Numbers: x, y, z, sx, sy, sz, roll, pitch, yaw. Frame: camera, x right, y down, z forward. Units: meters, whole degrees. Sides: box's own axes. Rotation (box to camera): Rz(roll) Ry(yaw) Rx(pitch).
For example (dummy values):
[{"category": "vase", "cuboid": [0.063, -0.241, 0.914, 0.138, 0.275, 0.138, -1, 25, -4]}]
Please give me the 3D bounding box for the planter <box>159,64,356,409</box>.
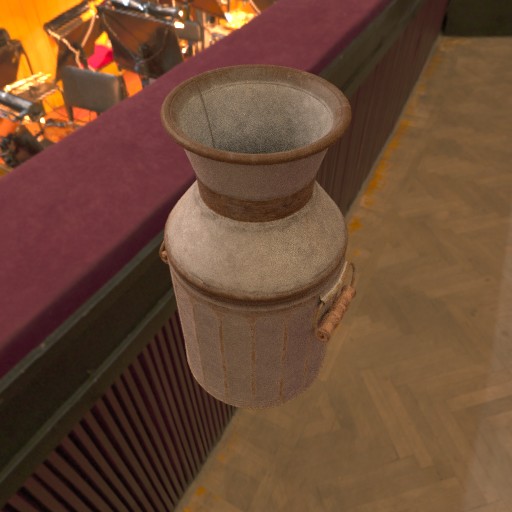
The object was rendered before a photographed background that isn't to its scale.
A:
[{"category": "planter", "cuboid": [0.000, 0.000, 0.541, 0.245, 0.396, 0.214, 24, 51, 21]}]
